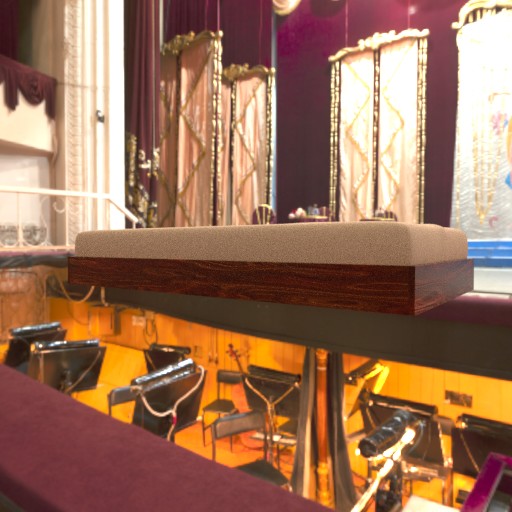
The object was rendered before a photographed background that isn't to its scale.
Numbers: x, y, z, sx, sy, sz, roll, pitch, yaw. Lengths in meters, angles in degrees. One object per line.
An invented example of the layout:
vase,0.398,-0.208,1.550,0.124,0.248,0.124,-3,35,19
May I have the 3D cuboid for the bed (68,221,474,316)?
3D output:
bed,0.000,0.000,2.256,1.860,0.312,0.940,1,2,36
